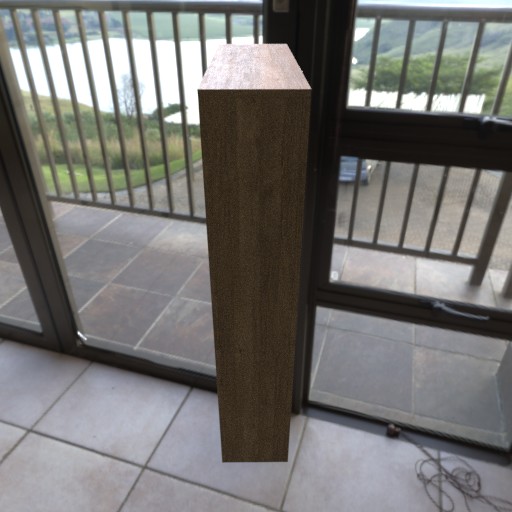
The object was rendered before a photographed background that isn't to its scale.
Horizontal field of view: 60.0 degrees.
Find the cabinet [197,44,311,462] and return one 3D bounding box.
[{"bbox_3d":[0.000,0.000,1.571,0.250,1.280,0.750,0,32,0],"label":"cabinet"}]
